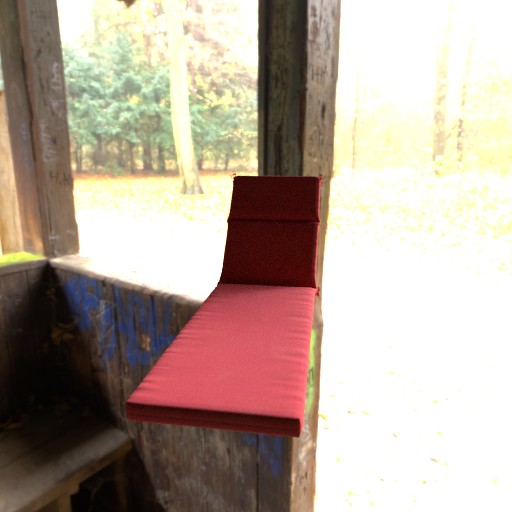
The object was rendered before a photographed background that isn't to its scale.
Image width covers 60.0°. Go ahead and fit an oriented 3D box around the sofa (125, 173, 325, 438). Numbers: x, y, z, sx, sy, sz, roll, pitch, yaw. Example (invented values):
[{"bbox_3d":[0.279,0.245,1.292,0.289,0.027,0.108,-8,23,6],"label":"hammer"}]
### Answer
[{"bbox_3d":[0.000,0.000,1.972,0.582,0.622,1.663,2,15,9],"label":"sofa"}]
